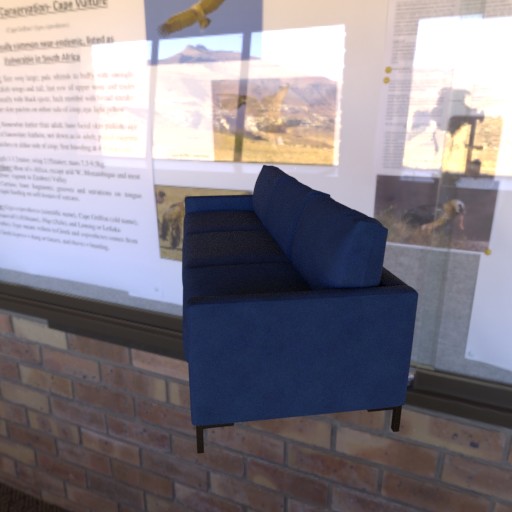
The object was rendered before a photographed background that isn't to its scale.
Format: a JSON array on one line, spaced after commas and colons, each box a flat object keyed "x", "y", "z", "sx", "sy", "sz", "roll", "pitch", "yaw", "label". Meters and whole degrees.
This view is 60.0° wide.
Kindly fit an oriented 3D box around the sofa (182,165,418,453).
[{"x": 0.000, "y": 0.000, "z": 2.651, "sx": 0.875, "sy": 0.879, "sz": 2.252, "roll": -3, "pitch": 17, "yaw": -8, "label": "sofa"}]
